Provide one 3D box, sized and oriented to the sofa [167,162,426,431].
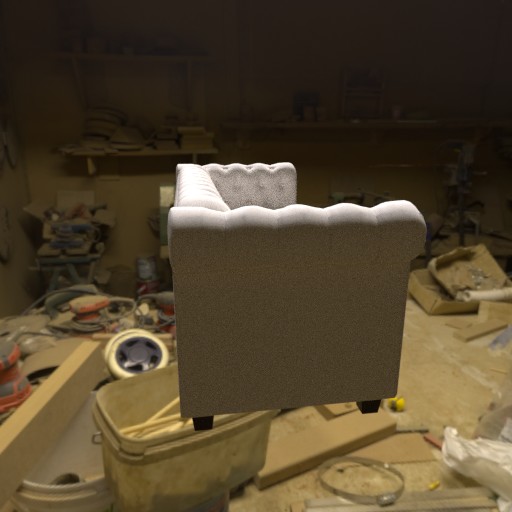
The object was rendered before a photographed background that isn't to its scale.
[{"bbox_3d":[0.000,0.000,2.189,0.771,0.796,1.798,-3,16,-9],"label":"sofa"}]
